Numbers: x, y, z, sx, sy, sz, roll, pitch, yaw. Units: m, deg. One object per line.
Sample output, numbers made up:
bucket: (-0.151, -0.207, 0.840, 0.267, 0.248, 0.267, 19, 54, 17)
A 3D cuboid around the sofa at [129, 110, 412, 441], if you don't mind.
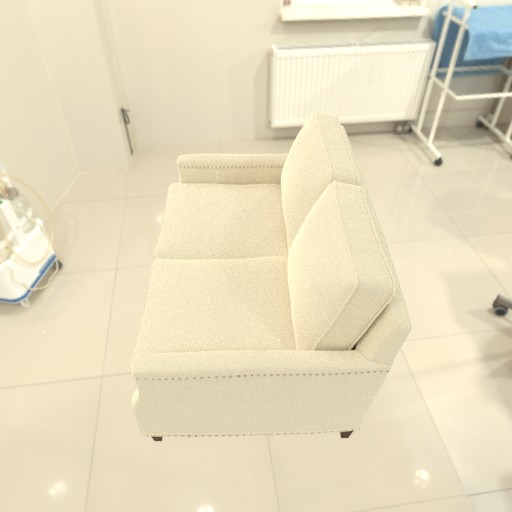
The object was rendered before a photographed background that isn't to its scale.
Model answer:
sofa: (0.000, 0.000, 2.308, 1.084, 1.003, 1.597, -1, 43, -1)
